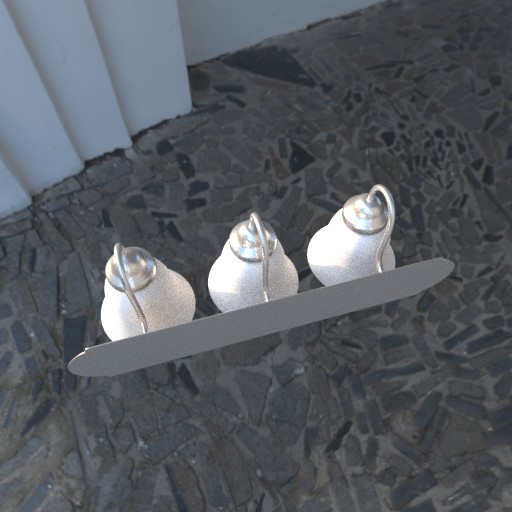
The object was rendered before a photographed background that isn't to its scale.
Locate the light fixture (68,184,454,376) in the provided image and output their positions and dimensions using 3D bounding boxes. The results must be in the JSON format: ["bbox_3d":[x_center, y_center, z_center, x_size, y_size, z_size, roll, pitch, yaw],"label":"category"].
[{"bbox_3d":[0.000,0.000,0.708,0.610,0.222,0.199,-14,59,-8],"label":"light fixture"}]
